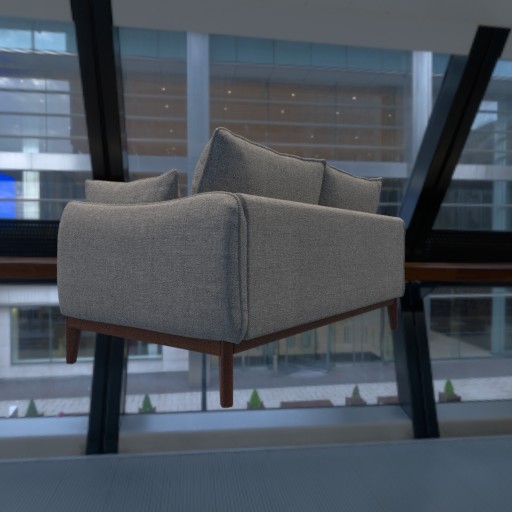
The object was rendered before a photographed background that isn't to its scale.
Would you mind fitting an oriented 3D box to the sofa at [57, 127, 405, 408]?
[{"bbox_3d":[0.000,0.000,2.134,0.972,0.851,1.580,1,2,36],"label":"sofa"}]
